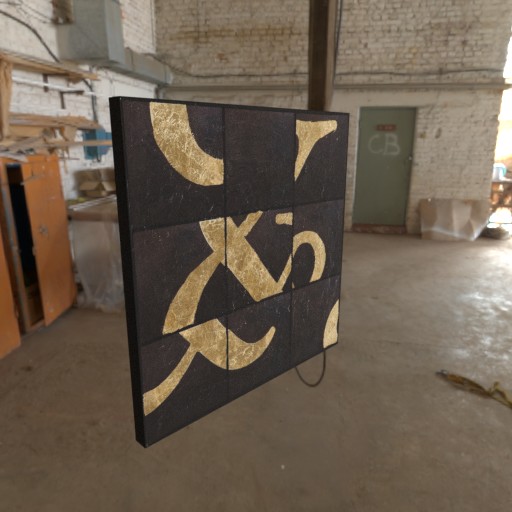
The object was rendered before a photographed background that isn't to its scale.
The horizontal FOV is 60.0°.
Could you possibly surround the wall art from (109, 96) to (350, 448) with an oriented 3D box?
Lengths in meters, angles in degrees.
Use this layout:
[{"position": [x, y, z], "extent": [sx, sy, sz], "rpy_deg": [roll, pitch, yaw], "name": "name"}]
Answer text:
[{"position": [0.000, 0.000, 1.187], "extent": [0.044, 0.758, 0.758], "rpy_deg": [14, 20, 43], "name": "wall art"}]
